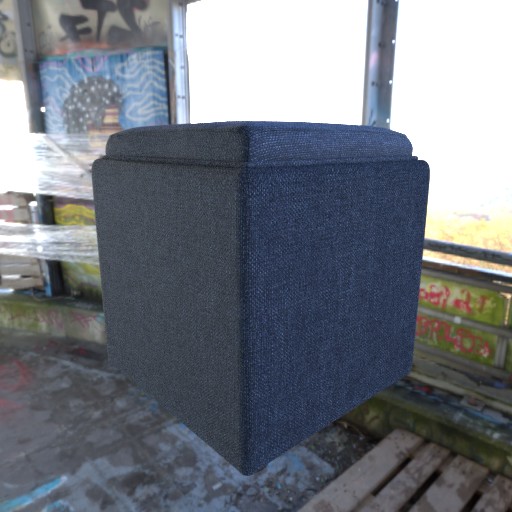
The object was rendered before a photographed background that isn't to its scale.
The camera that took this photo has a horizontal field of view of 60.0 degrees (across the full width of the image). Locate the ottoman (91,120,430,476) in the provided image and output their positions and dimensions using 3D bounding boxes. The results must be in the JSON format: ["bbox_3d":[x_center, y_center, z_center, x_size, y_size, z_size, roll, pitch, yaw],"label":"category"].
[{"bbox_3d":[0.000,0.000,0.846,0.436,0.493,0.454,-12,19,-40],"label":"ottoman"}]
